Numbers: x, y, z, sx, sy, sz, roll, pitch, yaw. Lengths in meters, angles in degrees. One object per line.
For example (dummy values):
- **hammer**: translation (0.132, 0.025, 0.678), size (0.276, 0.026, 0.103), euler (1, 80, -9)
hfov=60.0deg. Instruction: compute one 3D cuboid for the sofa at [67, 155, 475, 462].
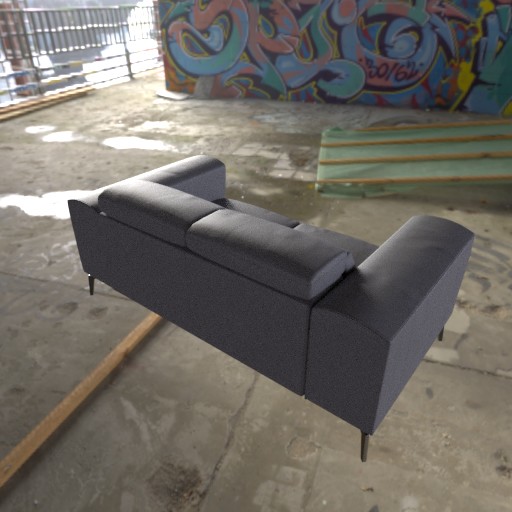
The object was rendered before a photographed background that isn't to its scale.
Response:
- **sofa**: translation (0.000, 0.000, 2.367), size (1.895, 0.779, 1.003), euler (22, 37, 32)
